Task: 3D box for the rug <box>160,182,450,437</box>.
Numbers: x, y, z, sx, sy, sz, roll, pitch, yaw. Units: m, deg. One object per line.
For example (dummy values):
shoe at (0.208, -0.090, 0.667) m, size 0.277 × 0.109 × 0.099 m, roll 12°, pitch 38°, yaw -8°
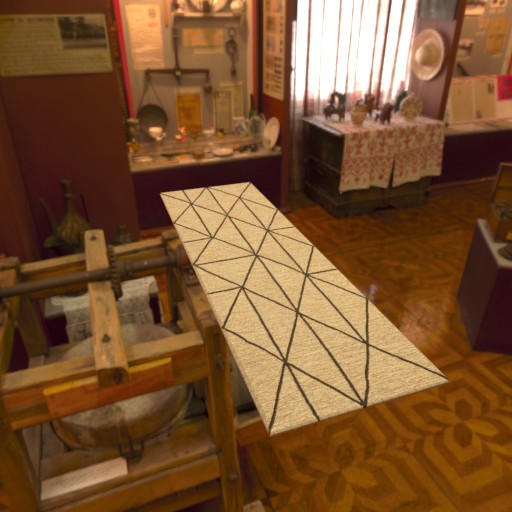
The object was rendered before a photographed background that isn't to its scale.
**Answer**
rug at (0.000, 0.000, 2.640) m, size 0.762 × 0.012 × 2.438 m, roll -10°, pitch 31°, yaw -17°
